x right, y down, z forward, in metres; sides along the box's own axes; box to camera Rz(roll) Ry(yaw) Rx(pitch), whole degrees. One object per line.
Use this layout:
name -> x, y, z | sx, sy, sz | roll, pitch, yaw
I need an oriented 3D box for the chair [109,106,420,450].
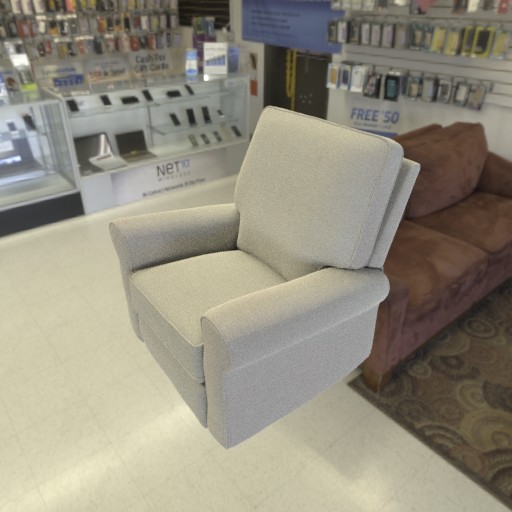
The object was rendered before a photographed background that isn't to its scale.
chair -> 0.000, 0.000, 1.721 | 0.878, 0.960, 0.890 | -21, 38, -31
